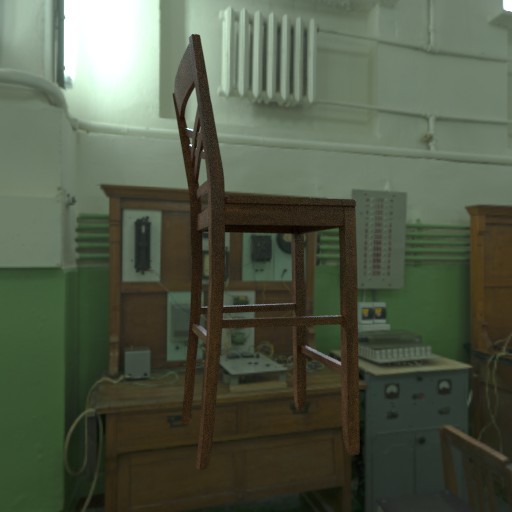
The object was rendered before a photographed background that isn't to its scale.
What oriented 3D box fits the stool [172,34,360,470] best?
[{"bbox_3d":[0.000,0.000,1.367,0.487,1.105,0.433,0,-1,-17],"label":"stool"}]
